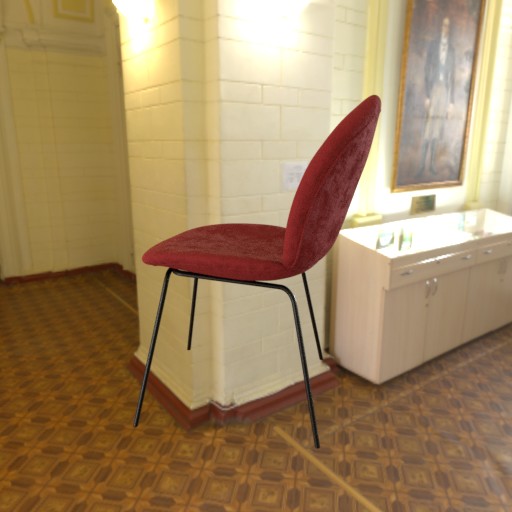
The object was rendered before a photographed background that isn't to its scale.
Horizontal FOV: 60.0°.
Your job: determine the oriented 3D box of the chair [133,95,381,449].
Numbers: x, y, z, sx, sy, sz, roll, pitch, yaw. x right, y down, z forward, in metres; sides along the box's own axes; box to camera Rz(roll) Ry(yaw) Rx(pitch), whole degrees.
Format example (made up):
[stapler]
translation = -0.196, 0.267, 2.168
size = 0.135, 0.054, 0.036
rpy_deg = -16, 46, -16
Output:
[chair]
translation = 0.000, 0.000, 1.175
size = 0.587, 0.791, 0.458
rpy_deg = 2, 14, 9
